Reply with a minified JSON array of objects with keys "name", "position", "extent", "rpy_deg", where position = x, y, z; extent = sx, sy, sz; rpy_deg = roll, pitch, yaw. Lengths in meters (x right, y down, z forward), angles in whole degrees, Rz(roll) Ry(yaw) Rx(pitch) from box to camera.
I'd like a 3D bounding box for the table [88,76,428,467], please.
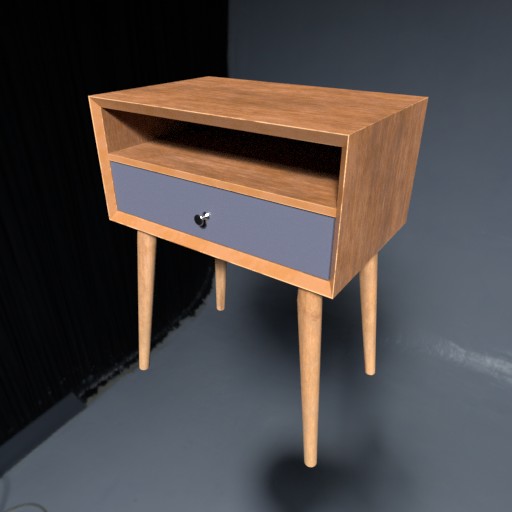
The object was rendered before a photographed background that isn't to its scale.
[{"name":"table","position":[0.000,0.000,0.847],"extent":[0.454,0.580,0.307],"rpy_deg":[18,34,30]}]
